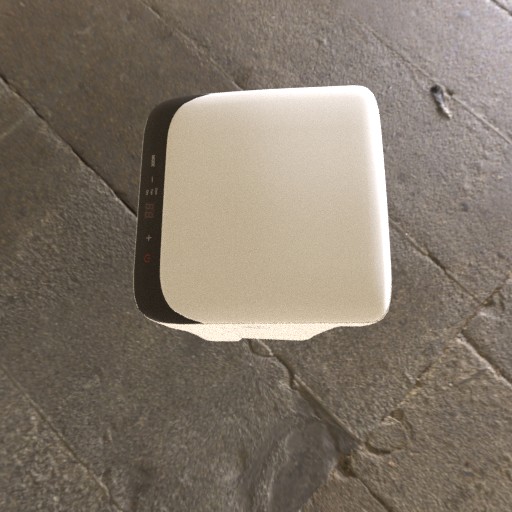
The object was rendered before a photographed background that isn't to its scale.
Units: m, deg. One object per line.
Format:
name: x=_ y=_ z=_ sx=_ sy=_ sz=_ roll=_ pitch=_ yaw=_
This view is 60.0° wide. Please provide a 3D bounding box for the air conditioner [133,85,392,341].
air conditioner: x=0.000 y=0.000 z=0.949 sx=0.369 sy=0.716 sz=0.352 roll=0 pitch=76 yaw=0
